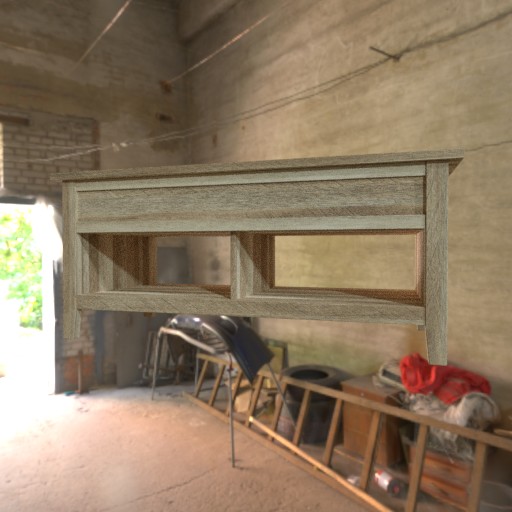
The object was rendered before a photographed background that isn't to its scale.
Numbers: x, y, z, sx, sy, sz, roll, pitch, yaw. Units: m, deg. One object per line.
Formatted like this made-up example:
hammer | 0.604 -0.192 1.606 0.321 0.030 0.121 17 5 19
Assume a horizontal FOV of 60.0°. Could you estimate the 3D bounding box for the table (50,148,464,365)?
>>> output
table | 0.000 0.000 1.360 1.095 0.480 0.493 0 1 17
